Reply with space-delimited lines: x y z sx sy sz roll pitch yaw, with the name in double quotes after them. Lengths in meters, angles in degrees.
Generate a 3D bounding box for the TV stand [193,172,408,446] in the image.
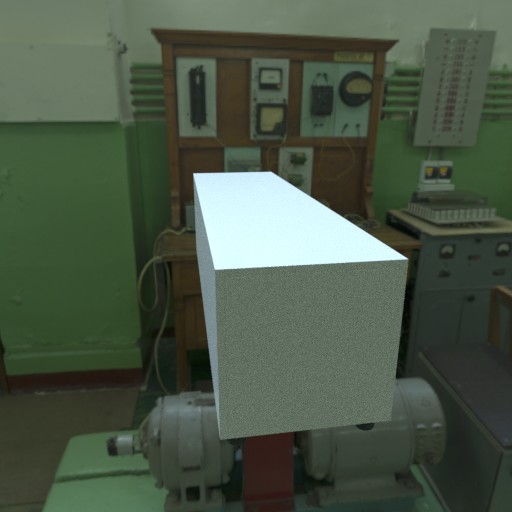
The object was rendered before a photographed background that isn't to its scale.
0.000 0.000 1.680 0.410 0.440 1.500 -3 18 -9 "TV stand"
